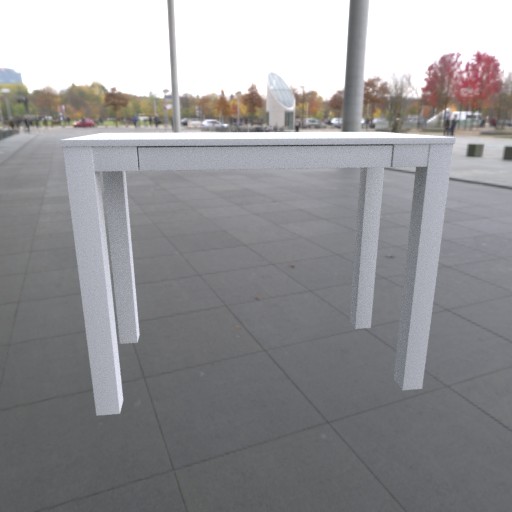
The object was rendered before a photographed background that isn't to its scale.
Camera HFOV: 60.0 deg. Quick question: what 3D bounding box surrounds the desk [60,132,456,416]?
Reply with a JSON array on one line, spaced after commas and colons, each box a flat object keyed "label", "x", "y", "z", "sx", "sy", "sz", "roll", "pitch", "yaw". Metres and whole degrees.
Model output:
[{"label": "desk", "x": 0.000, "y": 0.000, "z": 1.446, "sx": 0.990, "sy": 0.762, "sz": 0.497, "roll": -2, "pitch": 17, "yaw": -7}]
